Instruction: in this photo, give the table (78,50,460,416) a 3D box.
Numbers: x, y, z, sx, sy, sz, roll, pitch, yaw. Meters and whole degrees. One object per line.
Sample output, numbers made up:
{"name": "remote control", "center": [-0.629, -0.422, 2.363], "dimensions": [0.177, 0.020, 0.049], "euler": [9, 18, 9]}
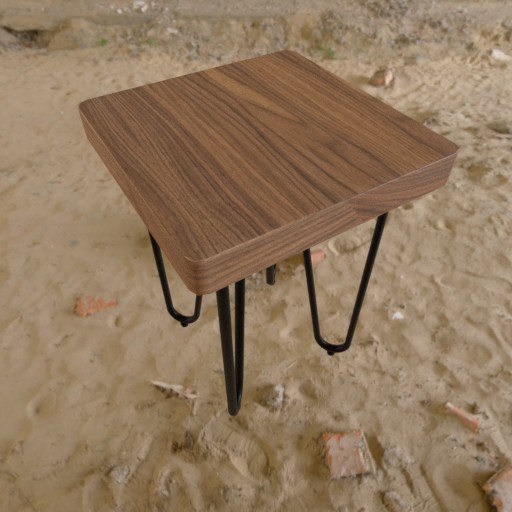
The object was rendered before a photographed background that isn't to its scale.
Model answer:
{"name": "table", "center": [0.000, 0.000, 0.980], "dimensions": [0.479, 0.641, 0.480], "euler": [-24, 50, -22]}
